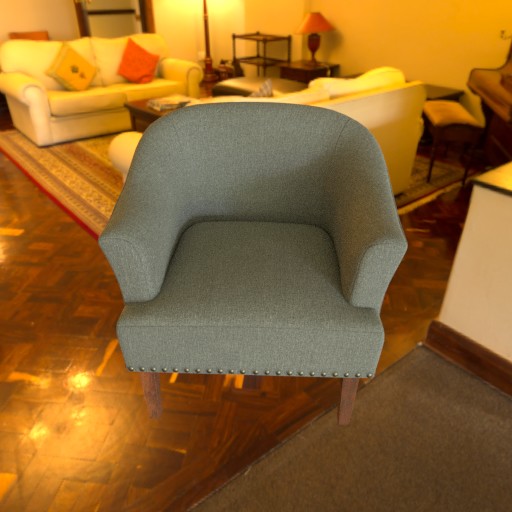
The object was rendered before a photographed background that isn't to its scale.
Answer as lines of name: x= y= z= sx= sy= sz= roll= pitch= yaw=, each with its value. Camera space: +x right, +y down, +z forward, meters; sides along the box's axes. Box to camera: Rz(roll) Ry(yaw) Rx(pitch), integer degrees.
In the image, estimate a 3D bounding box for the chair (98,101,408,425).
chair: x=0.000 y=0.000 z=1.422 sx=0.798 sy=0.815 sz=0.704 roll=1 pitch=31 yaw=2
